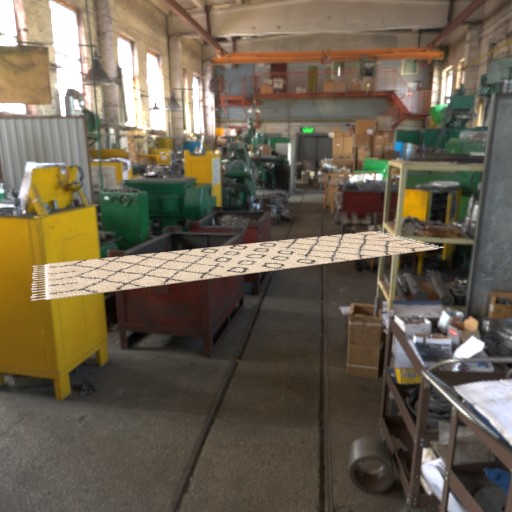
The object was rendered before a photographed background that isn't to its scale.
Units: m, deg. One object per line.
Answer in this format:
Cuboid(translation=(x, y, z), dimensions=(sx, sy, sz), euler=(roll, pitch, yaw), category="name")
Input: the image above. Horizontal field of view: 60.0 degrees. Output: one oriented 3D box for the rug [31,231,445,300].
Cuboid(translation=(0.000, 0.000, 2.712), dimensions=(2.464, 0.005, 0.660), euler=(-6, 15, -24), category="rug")
